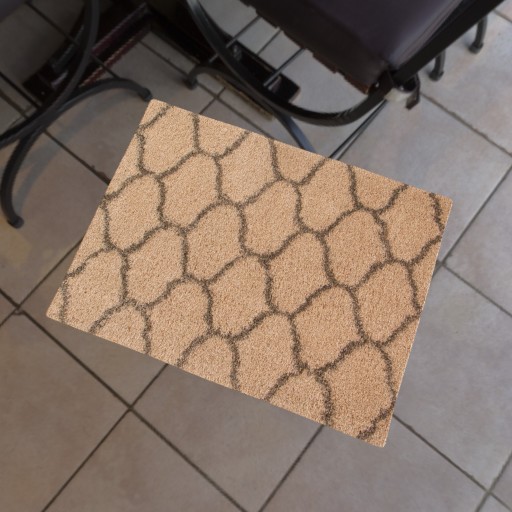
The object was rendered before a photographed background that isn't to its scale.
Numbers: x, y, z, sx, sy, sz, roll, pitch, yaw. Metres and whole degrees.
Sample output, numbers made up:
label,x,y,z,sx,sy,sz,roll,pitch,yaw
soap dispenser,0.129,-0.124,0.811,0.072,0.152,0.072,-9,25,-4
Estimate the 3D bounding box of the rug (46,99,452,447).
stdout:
label,x,y,z,sx,sy,sz,roll,pitch,yaw
rug,0.000,0.000,2.087,1.600,0.025,1.200,20,76,5
